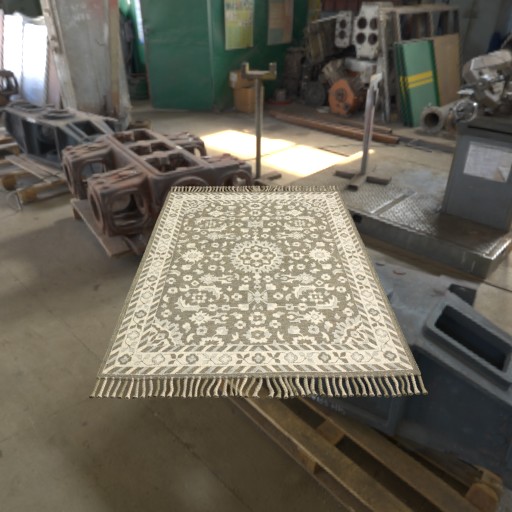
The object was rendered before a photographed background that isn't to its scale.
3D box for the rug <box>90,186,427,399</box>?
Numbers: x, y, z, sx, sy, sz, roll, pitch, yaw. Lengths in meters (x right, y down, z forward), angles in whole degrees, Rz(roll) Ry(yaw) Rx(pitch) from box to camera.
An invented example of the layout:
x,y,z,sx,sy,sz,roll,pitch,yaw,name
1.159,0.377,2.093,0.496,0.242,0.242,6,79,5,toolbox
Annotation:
x,y,z,sx,sy,sz,roll,pitch,yaw,name
0.000,0.000,3.000,1.530,0.025,2.431,0,31,-1,rug
